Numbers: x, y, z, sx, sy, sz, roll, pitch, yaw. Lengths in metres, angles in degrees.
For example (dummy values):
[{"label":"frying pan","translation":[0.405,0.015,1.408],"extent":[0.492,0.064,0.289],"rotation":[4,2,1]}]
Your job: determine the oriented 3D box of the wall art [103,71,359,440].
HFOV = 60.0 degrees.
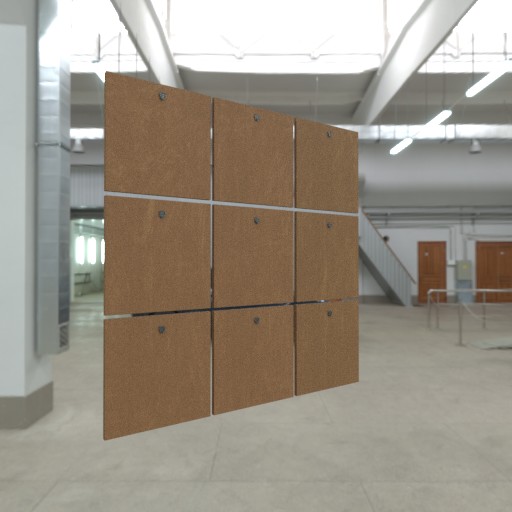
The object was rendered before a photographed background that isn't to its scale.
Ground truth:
[{"label":"wall art","translation":[0.000,0.000,1.359],"extent":[0.915,0.913,0.018],"rotation":[0,-1,-35]}]
